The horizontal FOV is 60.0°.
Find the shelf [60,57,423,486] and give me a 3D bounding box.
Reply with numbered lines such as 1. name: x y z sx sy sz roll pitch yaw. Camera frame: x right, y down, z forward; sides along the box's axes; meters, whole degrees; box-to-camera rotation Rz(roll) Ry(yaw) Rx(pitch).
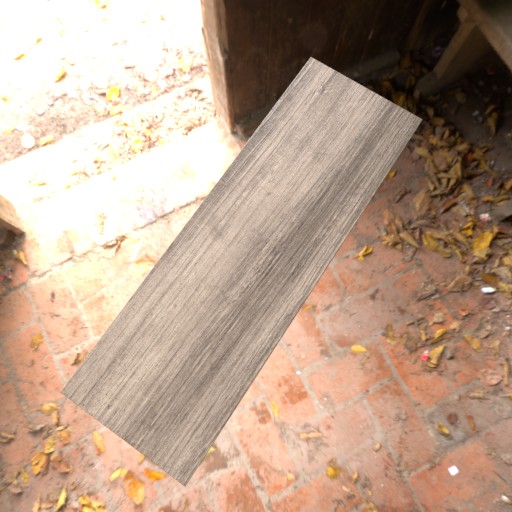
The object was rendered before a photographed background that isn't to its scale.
1. shelf: 0.000 0.000 0.682 0.200 0.125 0.610 33 78 8
